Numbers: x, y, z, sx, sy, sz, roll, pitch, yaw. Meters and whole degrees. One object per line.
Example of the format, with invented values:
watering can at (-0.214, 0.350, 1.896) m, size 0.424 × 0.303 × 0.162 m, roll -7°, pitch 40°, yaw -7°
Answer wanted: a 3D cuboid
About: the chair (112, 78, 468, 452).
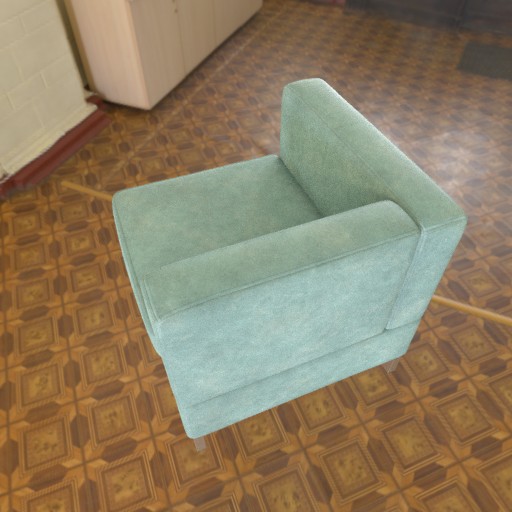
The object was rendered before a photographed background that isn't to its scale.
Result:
chair at (0.000, 0.000, 1.236) m, size 0.684 × 0.660 × 0.691 m, roll -17°, pitch 50°, yaw -15°
